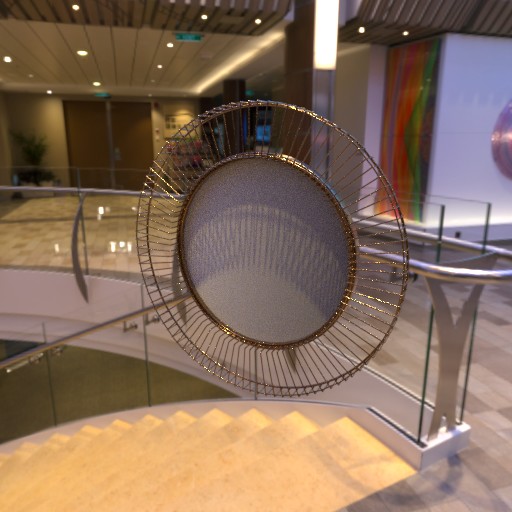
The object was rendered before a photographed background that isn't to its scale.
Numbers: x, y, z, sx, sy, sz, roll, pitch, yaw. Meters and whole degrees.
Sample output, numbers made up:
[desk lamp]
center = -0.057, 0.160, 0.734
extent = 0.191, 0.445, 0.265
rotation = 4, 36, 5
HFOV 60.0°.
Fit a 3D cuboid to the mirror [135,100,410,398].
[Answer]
[mirror]
center = 0.000, 0.000, 1.064
extent = 0.703, 0.703, 0.067
rotation = 7, 16, 27
